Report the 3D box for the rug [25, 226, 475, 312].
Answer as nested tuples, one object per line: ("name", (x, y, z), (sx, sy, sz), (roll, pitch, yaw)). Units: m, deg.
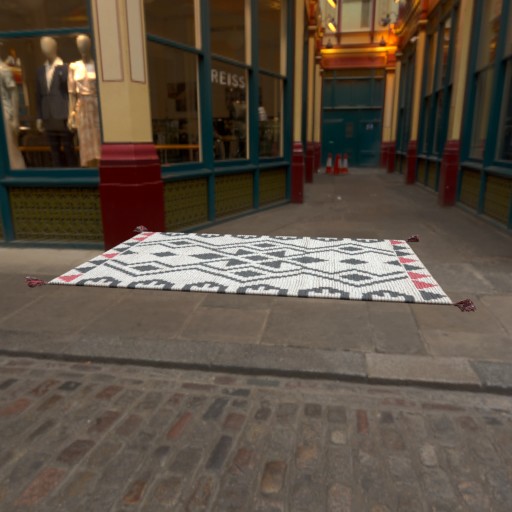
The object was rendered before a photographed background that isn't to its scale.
("rug", (0.000, 0.000, 3.345), (2.672, 0.066, 1.741), (2, 15, 8))
